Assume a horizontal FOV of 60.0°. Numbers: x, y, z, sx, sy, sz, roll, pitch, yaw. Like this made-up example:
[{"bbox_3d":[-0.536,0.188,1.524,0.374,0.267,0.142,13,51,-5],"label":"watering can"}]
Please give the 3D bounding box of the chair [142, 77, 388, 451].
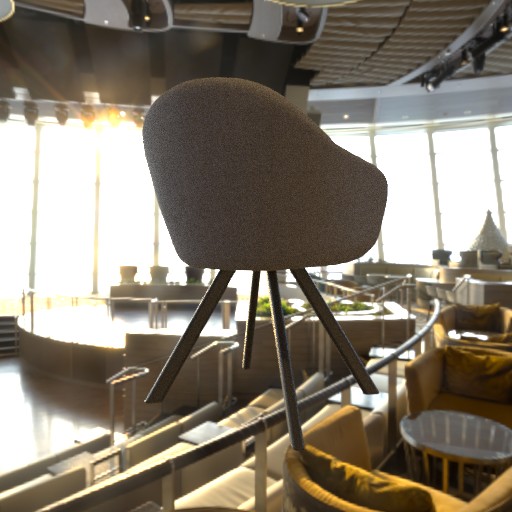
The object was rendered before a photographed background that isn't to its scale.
[{"bbox_3d":[0.000,0.000,1.196,0.590,0.795,0.550,1,2,36],"label":"chair"}]
